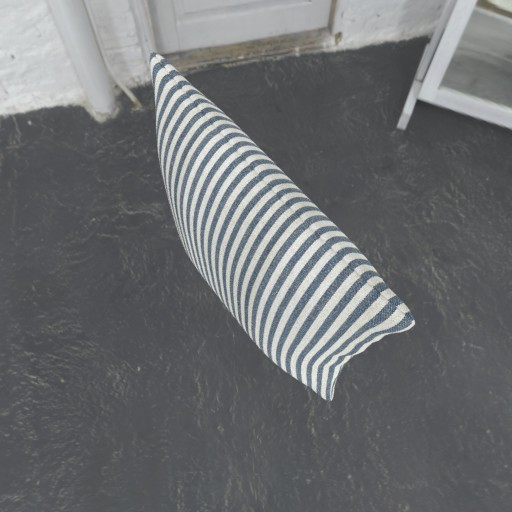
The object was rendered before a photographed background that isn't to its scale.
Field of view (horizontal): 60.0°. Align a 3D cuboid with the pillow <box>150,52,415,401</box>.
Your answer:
[{"bbox_3d":[0.000,0.000,0.776,0.166,0.510,0.523,-35,69,-16],"label":"pillow"}]
